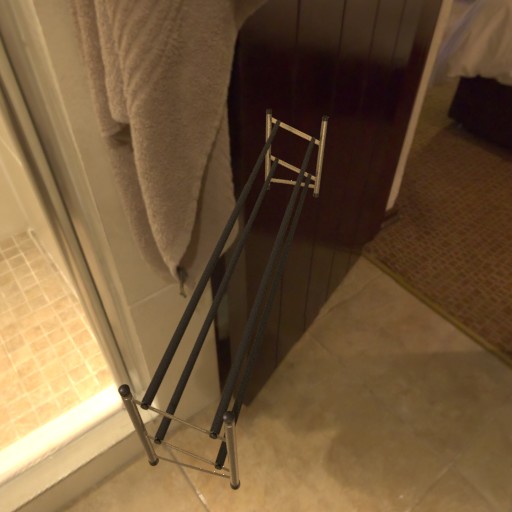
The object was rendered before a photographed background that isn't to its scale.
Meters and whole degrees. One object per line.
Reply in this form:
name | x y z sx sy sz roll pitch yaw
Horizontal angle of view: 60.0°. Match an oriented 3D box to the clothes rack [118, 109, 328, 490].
clothes rack | 0.000 0.000 1.320 0.229 0.349 1.168 11 46 11
